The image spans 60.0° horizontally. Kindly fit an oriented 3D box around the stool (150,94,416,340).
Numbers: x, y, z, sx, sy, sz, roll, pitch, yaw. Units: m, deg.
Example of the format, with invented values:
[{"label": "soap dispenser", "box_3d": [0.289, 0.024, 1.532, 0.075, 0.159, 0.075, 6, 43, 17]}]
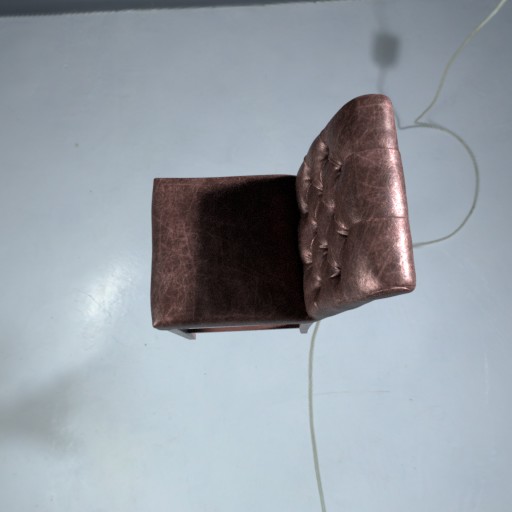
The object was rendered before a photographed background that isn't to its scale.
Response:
[{"label": "stool", "box_3d": [0.000, 0.000, 1.505, 0.659, 1.168, 0.483, -3, 76, -1]}]
